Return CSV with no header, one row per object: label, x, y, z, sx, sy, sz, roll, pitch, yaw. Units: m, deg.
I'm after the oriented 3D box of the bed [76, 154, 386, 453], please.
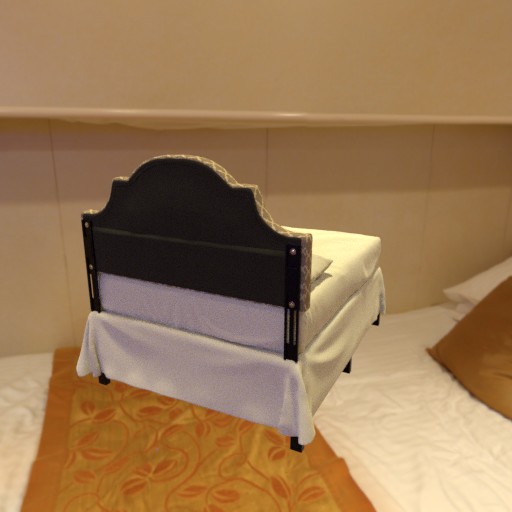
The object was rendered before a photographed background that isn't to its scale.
bed,0.000,0.000,3.480,1.780,1.633,2.222,8,18,26
